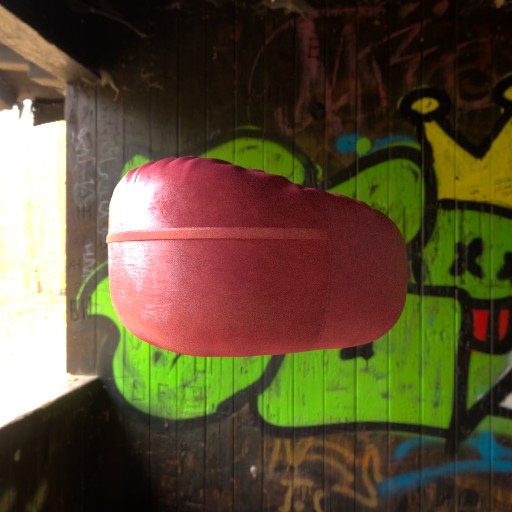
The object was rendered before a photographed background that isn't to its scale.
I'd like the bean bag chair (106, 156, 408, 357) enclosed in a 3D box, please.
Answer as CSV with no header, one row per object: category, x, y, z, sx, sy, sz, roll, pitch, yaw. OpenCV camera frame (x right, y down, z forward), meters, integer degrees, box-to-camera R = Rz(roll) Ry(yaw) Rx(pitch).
bean bag chair,0.000,0.000,2.383,1.524,0.878,1.524,0,0,-18
